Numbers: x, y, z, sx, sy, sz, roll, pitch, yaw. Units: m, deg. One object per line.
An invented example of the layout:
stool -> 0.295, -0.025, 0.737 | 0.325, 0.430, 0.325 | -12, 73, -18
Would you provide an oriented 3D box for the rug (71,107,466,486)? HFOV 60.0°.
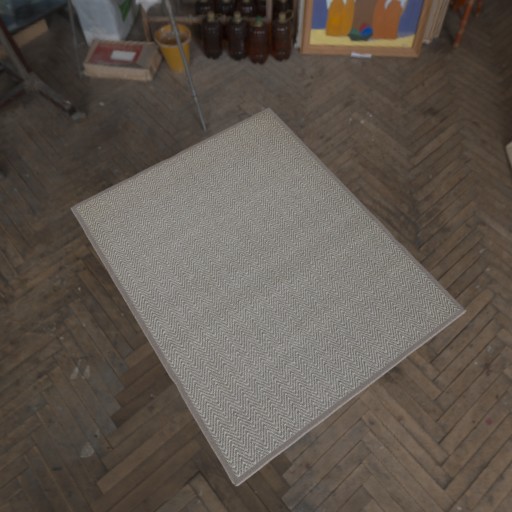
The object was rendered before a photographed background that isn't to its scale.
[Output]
rug -> 0.000, 0.000, 4.159 | 2.434, 0.032, 3.007 | -31, 66, -15
